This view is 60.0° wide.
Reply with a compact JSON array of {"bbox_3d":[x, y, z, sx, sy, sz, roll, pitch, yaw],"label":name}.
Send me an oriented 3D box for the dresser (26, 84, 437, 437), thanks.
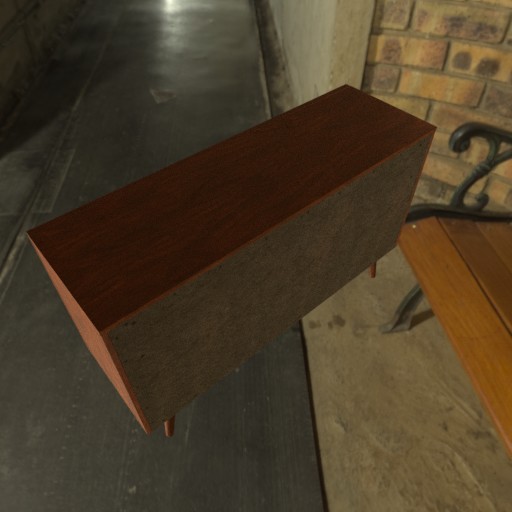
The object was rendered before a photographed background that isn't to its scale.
[{"bbox_3d":[0.000,0.000,1.896,1.472,0.889,0.500,-32,55,-26],"label":"dresser"}]
